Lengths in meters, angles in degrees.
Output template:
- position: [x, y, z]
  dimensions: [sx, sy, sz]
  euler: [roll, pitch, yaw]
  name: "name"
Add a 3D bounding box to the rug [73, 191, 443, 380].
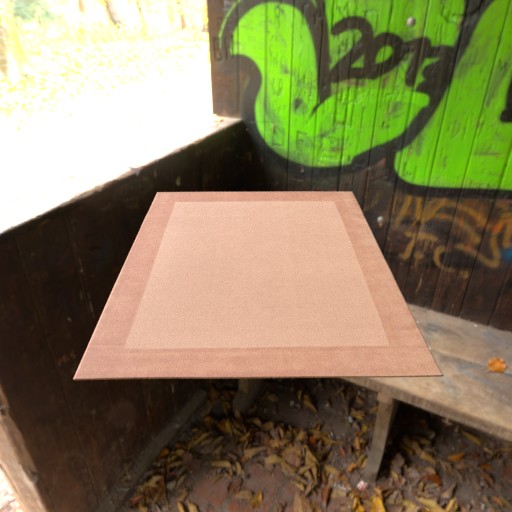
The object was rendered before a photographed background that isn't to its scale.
- position: [0.000, 0.000, 4.202]
  dimensions: [2.431, 0.021, 3.057]
  euler: [0, 31, 0]
  name: "rug"
